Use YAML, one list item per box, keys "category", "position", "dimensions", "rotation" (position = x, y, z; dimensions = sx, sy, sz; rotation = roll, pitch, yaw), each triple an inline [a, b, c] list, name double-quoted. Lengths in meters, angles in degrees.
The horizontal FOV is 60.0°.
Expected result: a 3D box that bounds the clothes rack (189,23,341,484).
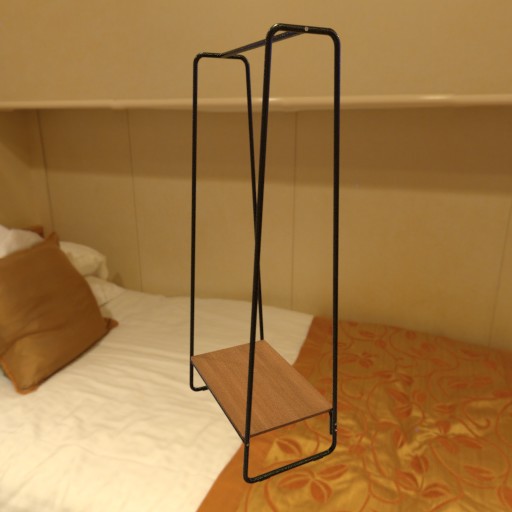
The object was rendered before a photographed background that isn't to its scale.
- category: "clothes rack"
  position: [0.000, 0.000, 1.707]
  dimensions: [0.400, 1.500, 0.640]
  rotation: [-8, 19, -24]
